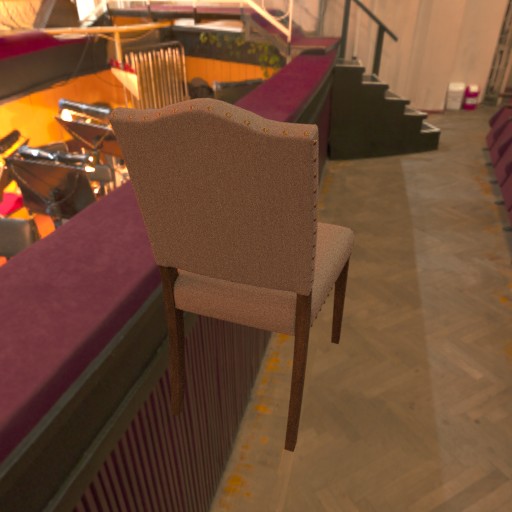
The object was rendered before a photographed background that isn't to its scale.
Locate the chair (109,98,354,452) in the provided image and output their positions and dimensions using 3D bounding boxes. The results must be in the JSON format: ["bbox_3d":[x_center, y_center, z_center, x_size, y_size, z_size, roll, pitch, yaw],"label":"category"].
[{"bbox_3d":[0.000,0.000,1.331,0.508,1.020,0.620,11,33,17],"label":"chair"}]
